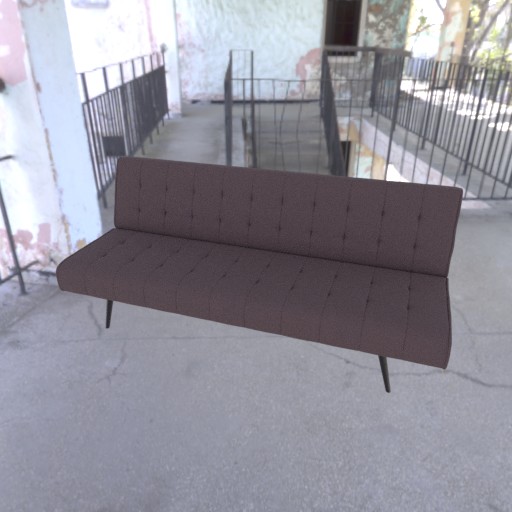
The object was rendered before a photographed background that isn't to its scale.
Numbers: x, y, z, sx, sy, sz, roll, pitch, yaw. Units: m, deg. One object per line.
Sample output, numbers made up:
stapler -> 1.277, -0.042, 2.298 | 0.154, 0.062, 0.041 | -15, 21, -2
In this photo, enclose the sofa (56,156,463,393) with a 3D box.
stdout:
sofa -> 0.000, 0.000, 2.088 | 1.703, 0.699, 0.747 | 9, 28, 17
